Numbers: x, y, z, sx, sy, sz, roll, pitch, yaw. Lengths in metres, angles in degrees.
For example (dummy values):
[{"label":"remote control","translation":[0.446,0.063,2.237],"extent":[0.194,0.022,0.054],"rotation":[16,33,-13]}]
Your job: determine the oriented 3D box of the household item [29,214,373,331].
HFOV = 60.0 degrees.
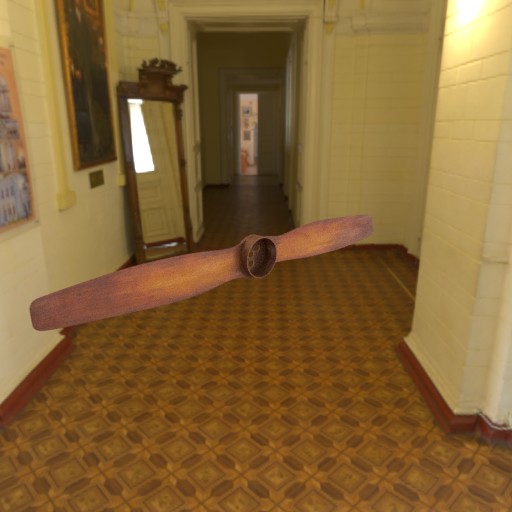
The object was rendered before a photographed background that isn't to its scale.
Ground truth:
[{"label":"household item","translation":[0.000,0.000,1.228],"extent":[1.181,0.121,0.051],"rotation":[-15,22,-42]}]
